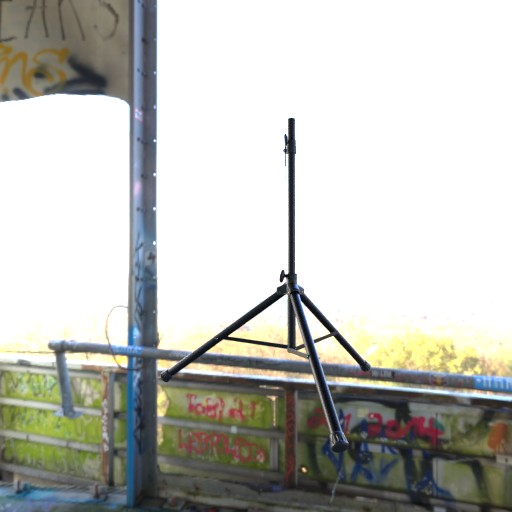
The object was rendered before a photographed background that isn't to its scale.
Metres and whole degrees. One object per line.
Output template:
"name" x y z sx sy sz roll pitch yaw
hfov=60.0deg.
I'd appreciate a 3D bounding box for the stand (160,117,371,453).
"stand" 0.000 0.000 1.875 0.907 1.136 1.045 0 -1 20
